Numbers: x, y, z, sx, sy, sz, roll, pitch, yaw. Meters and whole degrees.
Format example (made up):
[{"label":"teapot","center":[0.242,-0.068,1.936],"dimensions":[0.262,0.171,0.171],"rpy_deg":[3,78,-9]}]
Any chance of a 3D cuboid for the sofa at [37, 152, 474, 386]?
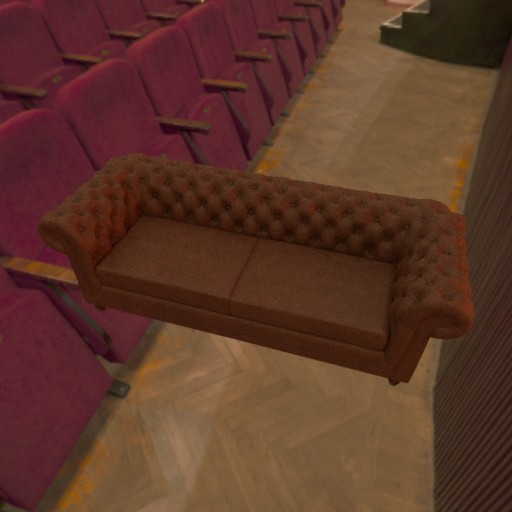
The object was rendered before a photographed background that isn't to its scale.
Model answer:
[{"label":"sofa","center":[0.000,0.000,2.800],"dimensions":[2.385,0.783,0.944],"rpy_deg":[12,42,13]}]
